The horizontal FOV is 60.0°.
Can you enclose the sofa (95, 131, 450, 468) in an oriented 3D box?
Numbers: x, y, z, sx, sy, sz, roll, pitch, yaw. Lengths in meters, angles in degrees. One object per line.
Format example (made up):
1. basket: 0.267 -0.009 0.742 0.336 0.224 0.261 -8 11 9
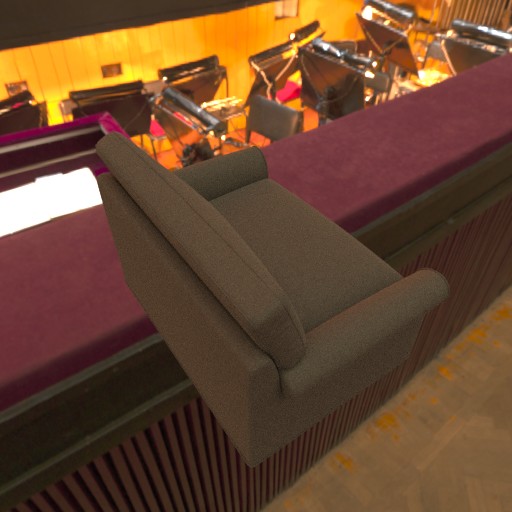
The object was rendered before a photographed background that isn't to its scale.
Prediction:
1. sofa: 0.000 0.000 2.041 0.940 0.953 1.410 -25 47 -25
